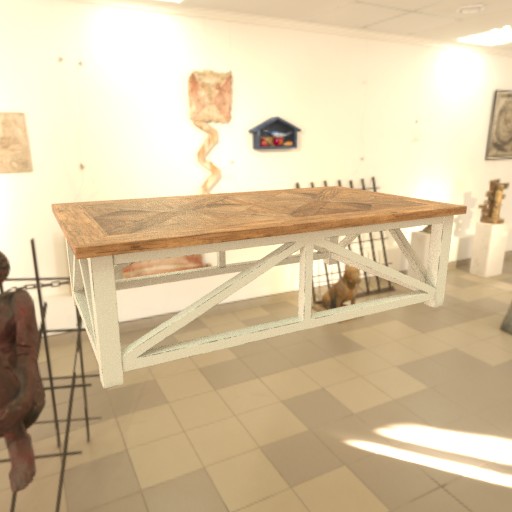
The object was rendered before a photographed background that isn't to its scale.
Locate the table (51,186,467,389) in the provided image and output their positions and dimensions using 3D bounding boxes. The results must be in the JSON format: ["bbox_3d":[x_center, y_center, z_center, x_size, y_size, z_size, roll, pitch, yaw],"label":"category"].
[{"bbox_3d":[0.000,0.000,1.771,1.400,0.410,0.800,-8,17,-27],"label":"table"}]
